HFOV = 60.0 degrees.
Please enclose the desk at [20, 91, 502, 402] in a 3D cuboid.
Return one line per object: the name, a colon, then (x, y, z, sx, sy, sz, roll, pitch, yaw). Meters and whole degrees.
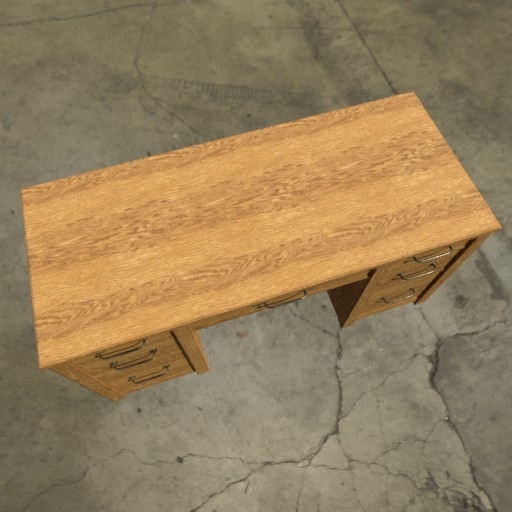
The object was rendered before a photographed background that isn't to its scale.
desk: (0.000, 0.000, 1.892, 1.567, 0.751, 0.685, -16, 65, -8)
